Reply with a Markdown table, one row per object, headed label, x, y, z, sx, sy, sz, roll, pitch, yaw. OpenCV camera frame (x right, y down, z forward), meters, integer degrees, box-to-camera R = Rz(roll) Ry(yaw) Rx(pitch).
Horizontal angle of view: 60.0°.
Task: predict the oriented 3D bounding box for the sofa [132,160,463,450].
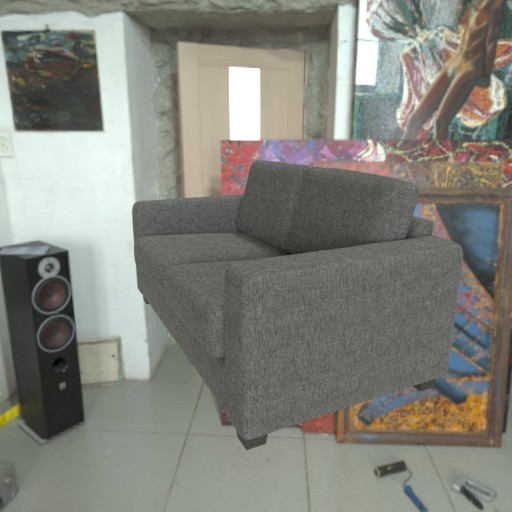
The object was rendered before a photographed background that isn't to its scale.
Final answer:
| label | x | y | z | sx | sy | sz | roll | pitch | yaw |
| --- | --- | --- | --- | --- | --- | --- | --- | --- | --- |
| sofa | 0.000 | 0.000 | 2.037 | 0.900 | 0.800 | 1.520 | -8 | 17 | -25 |
